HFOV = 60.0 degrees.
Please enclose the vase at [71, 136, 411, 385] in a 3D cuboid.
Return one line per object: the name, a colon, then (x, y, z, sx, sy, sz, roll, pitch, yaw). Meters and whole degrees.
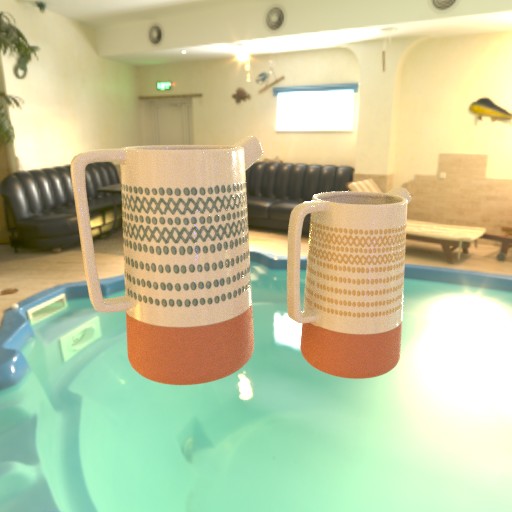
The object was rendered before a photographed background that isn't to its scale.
vase: (0.000, 0.000, 0.477, 0.326, 0.247, 0.168, 3, 16, 11)
